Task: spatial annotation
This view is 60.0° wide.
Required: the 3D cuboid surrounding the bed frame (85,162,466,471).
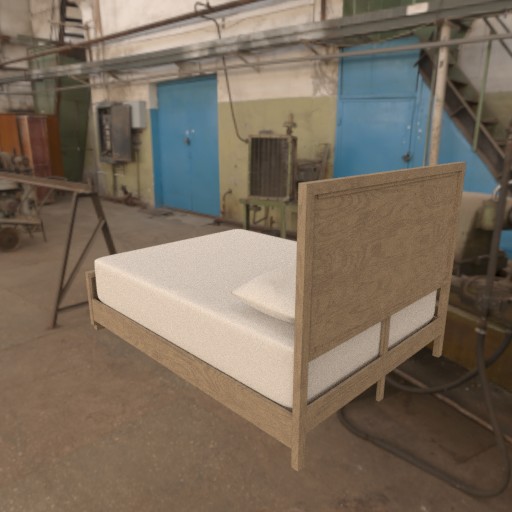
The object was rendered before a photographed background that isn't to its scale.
[{"bbox_3d":[0.000,0.000,3.219,1.606,1.369,2.189,-15,22,-43],"label":"bed frame"}]
